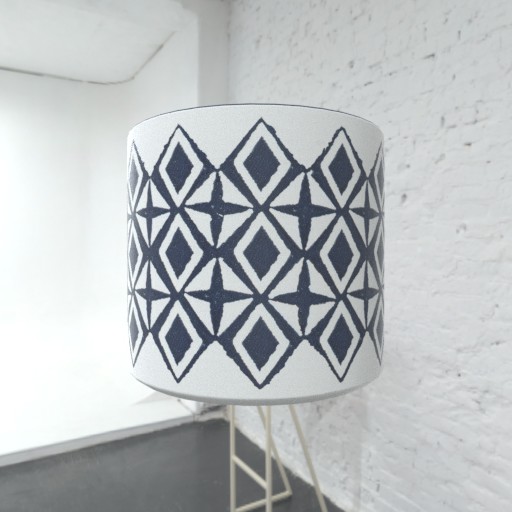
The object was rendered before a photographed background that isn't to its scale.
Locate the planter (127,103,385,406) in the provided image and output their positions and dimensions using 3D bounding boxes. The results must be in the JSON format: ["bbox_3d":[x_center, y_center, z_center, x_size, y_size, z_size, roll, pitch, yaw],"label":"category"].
[{"bbox_3d":[0.000,0.000,0.326,0.182,0.165,0.182,0,1,0],"label":"planter"}]
